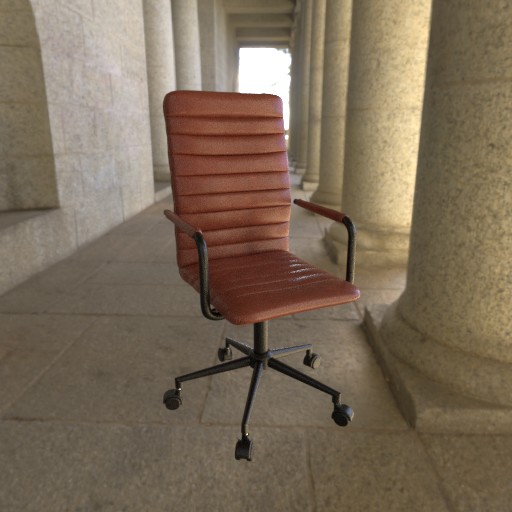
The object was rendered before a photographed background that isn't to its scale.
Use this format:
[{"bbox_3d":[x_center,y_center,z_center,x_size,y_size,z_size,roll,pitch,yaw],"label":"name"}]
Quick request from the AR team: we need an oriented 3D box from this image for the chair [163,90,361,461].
[{"bbox_3d":[0.000,0.000,1.368,0.608,0.979,0.580,-8,18,-25],"label":"chair"}]
